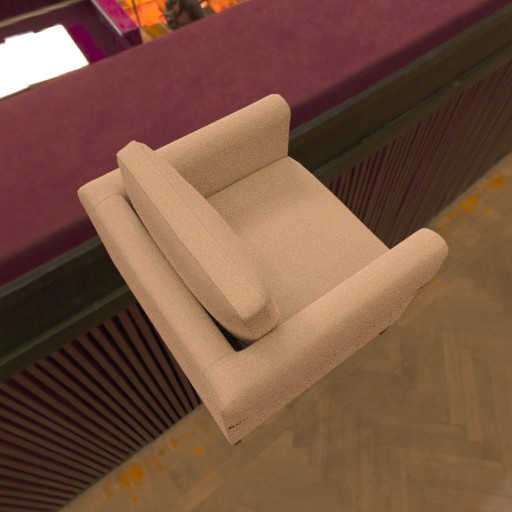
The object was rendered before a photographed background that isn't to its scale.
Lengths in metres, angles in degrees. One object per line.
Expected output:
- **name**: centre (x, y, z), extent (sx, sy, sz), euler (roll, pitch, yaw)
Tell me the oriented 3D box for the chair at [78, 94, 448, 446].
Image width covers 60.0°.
- **chair**: centre (0.000, 0.000, 1.702), extent (0.896, 0.915, 0.982), euler (-32, 63, -18)
